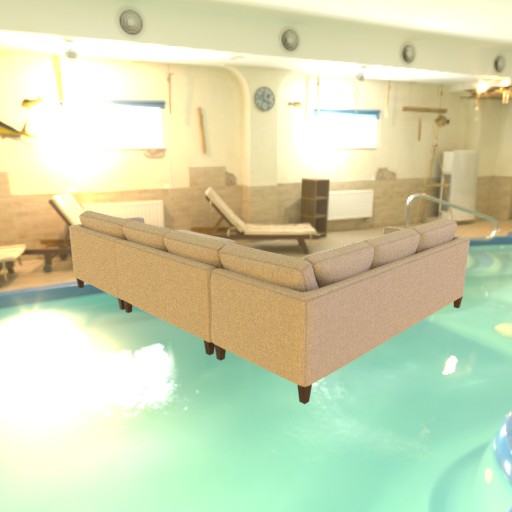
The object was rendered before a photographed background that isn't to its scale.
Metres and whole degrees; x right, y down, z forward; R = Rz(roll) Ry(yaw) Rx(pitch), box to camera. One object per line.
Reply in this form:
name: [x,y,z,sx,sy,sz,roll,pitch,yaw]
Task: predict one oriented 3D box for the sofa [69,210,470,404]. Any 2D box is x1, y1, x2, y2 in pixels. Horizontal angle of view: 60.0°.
sofa: [0.000,0.000,4.638,2.551,0.889,3.403,-13,19,-43]
